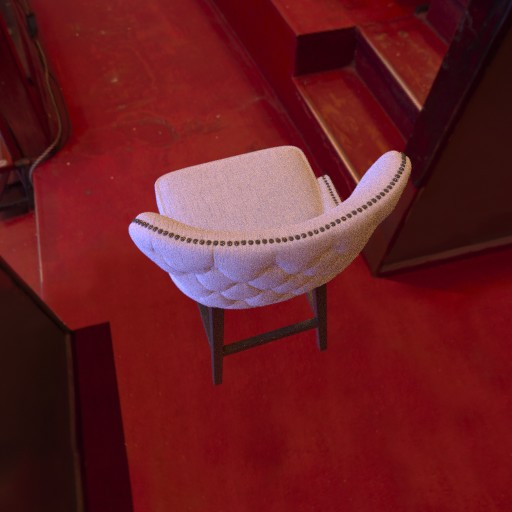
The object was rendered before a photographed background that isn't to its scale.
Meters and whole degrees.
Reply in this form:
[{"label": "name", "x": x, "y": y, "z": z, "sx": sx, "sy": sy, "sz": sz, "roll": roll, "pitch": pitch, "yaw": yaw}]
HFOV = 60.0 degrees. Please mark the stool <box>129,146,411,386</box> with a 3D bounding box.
[{"label": "stool", "x": 0.000, "y": 0.000, "z": 1.354, "sx": 0.615, "sy": 0.972, "sz": 0.597, "roll": -16, "pitch": 59, "yaw": -10}]
